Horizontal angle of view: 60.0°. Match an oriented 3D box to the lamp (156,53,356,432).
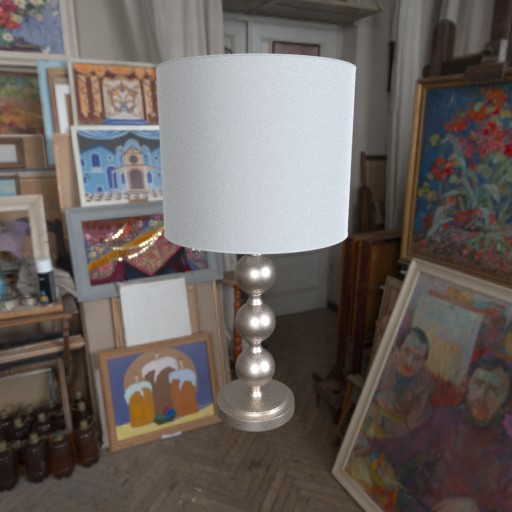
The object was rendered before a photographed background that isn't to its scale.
[{"bbox_3d":[0.000,0.000,0.692,0.277,0.538,0.277,8,17,27],"label":"lamp"}]
